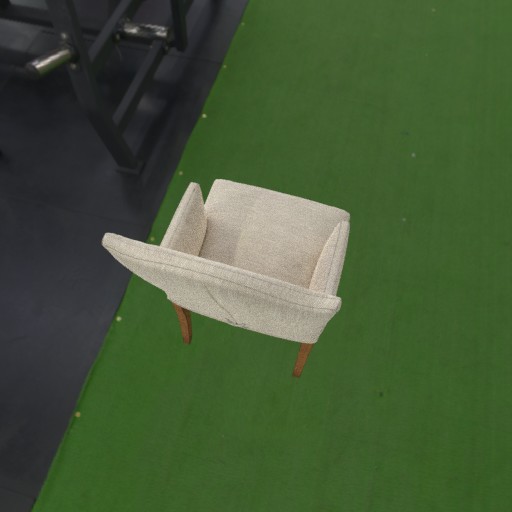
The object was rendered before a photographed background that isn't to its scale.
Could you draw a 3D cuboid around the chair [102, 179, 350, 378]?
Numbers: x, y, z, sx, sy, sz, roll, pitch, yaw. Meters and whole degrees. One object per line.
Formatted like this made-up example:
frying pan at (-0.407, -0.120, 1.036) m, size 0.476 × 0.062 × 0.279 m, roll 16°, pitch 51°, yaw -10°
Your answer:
chair at (0.000, 0.000, 1.393) m, size 0.533 × 1.016 × 0.641 m, roll 15°, pitch 64°, yaw 8°
